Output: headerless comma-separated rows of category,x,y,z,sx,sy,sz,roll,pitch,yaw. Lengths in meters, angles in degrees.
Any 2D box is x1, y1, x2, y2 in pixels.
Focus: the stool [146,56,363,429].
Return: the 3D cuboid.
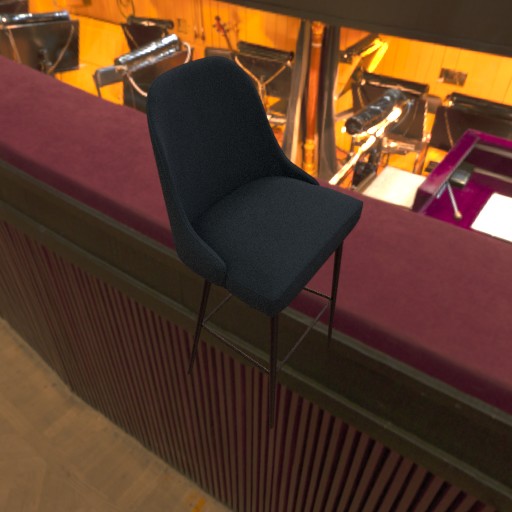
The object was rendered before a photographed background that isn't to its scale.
stool,0.000,0.000,1.407,0.489,1.079,0.527,25,47,25
